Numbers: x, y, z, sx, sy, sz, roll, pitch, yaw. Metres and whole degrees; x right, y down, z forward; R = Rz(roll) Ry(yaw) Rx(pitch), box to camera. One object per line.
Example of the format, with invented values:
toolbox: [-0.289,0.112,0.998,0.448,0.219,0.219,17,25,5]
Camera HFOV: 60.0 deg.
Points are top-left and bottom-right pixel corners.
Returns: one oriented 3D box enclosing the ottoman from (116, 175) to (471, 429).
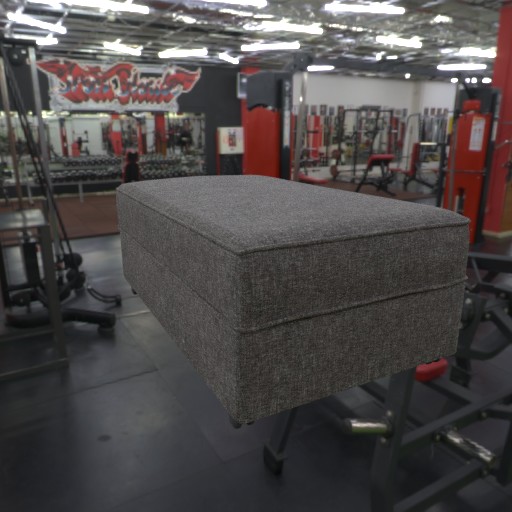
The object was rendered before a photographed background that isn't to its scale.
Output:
ottoman: [0.000,0.000,1.540,0.717,0.487,1.184,-8,18,-27]
